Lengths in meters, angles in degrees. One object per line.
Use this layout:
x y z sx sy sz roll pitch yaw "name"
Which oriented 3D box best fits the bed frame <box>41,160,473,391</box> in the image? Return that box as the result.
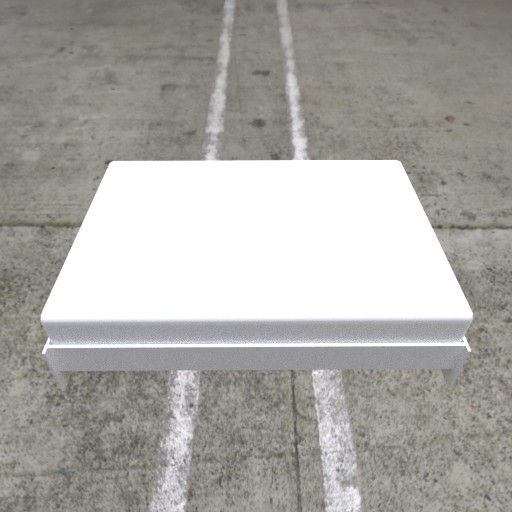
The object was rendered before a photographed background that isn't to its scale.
0.000 0.000 2.587 1.945 0.497 1.445 0 42 0 "bed frame"
